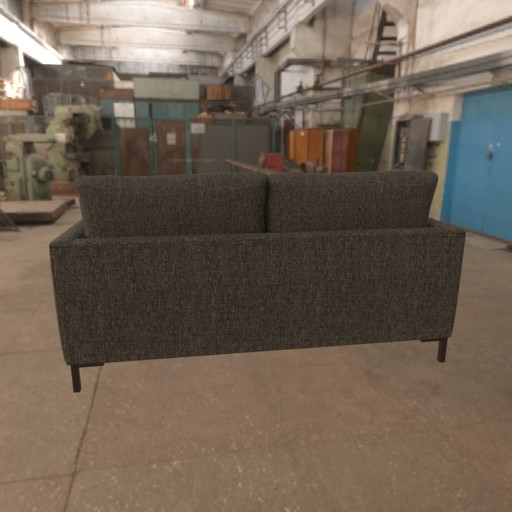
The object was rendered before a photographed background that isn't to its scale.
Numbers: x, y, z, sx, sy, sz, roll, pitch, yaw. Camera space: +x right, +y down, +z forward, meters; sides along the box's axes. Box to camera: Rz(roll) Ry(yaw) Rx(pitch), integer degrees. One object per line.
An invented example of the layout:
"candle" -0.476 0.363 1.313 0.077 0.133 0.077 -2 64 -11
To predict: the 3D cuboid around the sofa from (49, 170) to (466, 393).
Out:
"sofa" 0.000 0.000 2.211 1.716 0.862 0.866 -2 15 -9
